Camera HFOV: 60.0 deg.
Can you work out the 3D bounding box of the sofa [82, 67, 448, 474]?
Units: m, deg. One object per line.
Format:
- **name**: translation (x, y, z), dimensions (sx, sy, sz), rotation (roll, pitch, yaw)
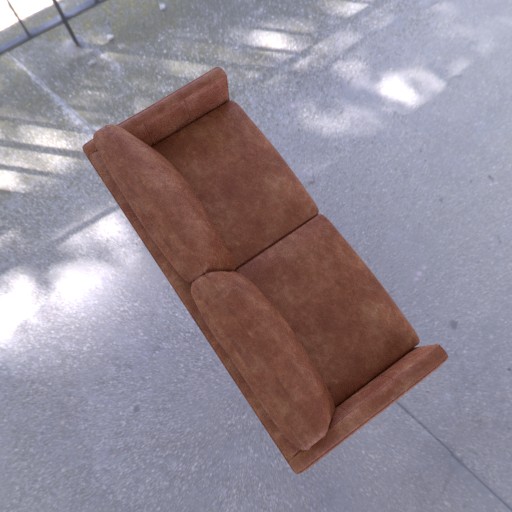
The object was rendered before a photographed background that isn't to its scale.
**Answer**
- **sofa**: translation (0.000, 0.000, 2.441), dimensions (0.923, 0.863, 1.971), rotation (-34, 77, -9)
